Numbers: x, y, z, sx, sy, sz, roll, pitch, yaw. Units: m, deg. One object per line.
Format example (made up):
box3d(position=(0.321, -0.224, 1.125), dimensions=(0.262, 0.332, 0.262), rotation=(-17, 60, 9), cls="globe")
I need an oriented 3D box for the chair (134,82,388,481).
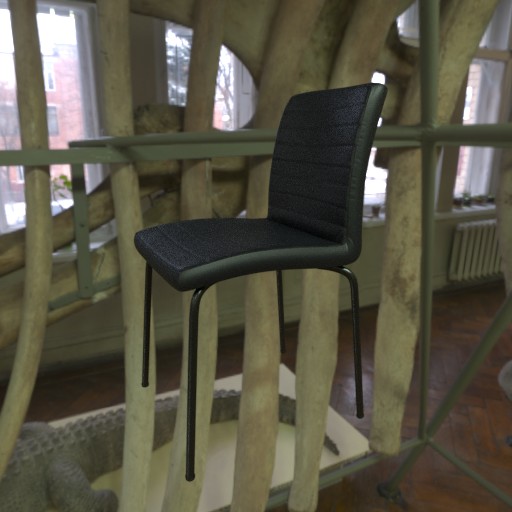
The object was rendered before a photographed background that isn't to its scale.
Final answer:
box3d(position=(0.000, 0.000, 1.190), dimensions=(0.572, 0.872, 0.450), rotation=(-8, 17, -26), cls="chair")
